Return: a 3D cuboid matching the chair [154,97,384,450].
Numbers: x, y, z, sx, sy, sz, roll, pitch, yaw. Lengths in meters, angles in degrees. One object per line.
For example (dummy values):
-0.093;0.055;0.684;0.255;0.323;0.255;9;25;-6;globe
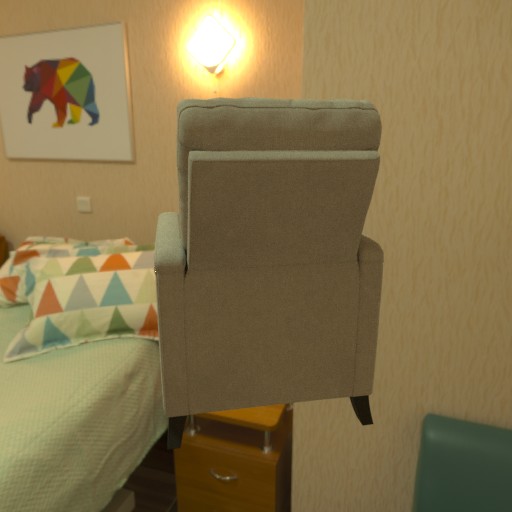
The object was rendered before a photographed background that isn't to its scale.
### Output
0.000;0.000;1.628;0.710;1.049;0.922;-3;15;-10;chair
